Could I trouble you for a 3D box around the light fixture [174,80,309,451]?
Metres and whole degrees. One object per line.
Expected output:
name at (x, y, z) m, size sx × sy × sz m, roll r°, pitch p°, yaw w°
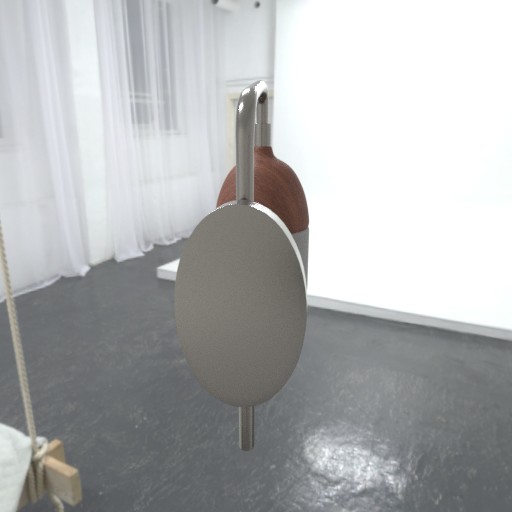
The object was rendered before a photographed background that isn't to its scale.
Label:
light fixture at (0.000, 0.000, 0.454) m, size 0.108 × 0.343 × 0.216 m, roll 2°, pitch 16°, yaw 7°
